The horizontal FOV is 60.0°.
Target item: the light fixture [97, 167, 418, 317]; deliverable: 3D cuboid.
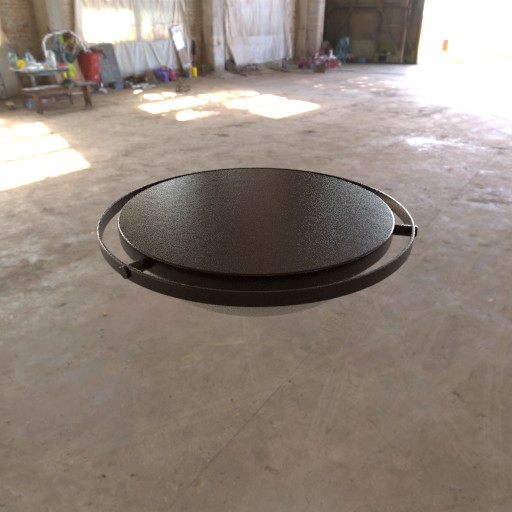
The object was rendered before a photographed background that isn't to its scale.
[{"bbox_3d":[0.000,0.000,0.555,0.361,0.130,0.361,0,28,0],"label":"light fixture"}]
